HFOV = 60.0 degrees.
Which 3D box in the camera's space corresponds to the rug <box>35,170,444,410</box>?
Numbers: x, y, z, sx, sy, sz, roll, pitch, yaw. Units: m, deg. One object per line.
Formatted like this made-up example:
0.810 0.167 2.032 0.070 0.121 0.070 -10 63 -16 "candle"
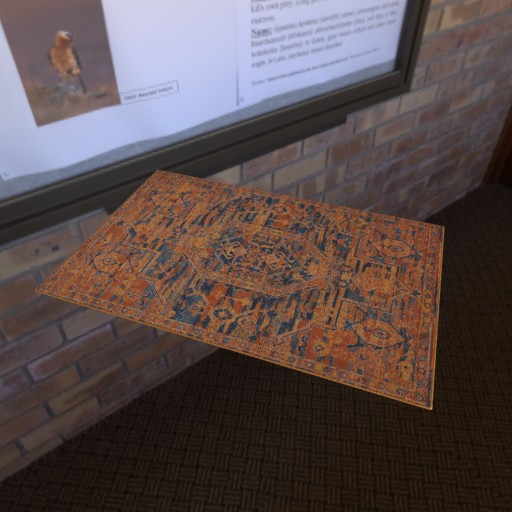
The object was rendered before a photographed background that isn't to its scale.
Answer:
0.000 0.000 2.222 1.758 0.013 1.148 13 43 15 "rug"
